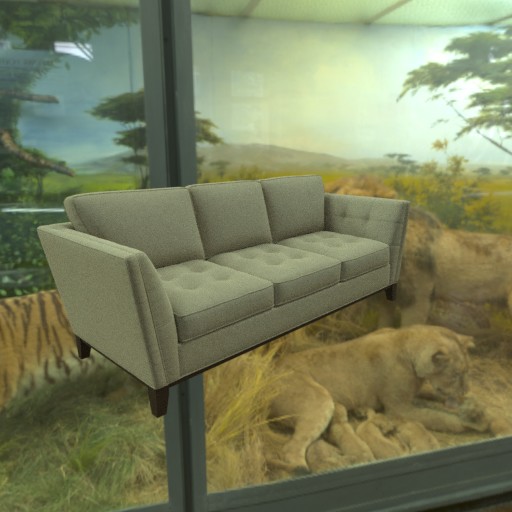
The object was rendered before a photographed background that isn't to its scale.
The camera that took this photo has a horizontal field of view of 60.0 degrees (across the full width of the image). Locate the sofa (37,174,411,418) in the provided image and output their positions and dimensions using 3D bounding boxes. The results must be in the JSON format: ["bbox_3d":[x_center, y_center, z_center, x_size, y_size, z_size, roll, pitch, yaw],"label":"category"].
[{"bbox_3d":[0.000,0.000,2.943,2.388,0.940,0.965,-14,20,-43],"label":"sofa"}]
